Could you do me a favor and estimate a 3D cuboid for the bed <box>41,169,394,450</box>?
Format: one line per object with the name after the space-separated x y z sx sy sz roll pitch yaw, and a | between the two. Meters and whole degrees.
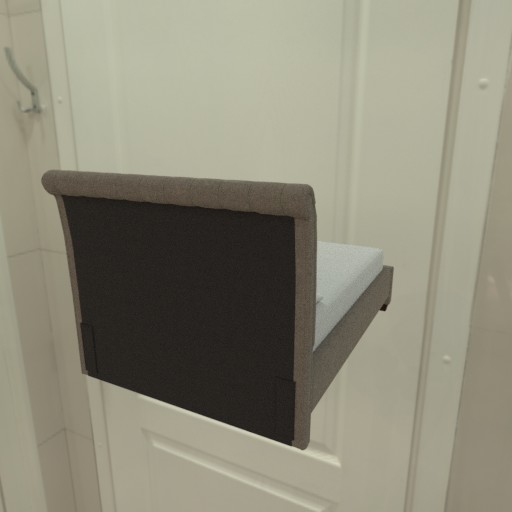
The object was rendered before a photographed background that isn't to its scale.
0.000 0.000 3.329 1.645 1.371 2.252 8 18 27 | bed
